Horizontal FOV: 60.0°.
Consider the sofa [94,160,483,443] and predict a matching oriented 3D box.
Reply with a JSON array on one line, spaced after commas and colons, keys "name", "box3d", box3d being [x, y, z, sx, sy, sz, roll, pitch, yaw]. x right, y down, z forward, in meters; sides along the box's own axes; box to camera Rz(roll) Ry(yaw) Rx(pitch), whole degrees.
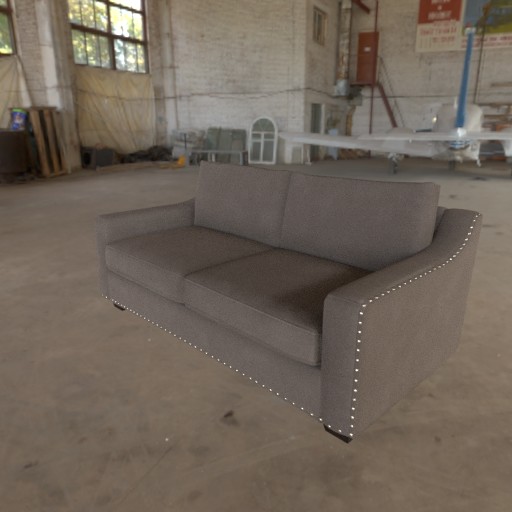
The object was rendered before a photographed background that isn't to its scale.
[{"name": "sofa", "box3d": [0.000, 0.000, 3.195, 1.336, 1.196, 2.550, -16, 23, -42]}]
